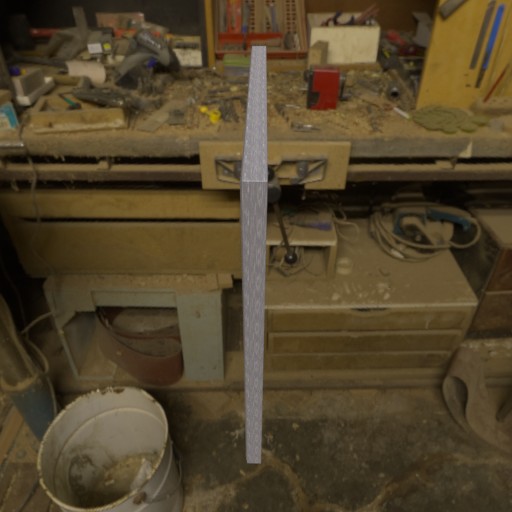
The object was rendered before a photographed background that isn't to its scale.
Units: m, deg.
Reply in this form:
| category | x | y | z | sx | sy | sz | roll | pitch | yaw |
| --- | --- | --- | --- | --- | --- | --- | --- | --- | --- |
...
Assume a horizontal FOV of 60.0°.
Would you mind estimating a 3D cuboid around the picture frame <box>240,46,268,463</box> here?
| category | x | y | z | sx | sy | sz | roll | pitch | yaw |
| --- | --- | --- | --- | --- | --- | --- | --- | --- | --- |
| picture frame | 0.000 | 0.000 | 0.765 | 0.029 | 0.559 | 0.454 | 1 | 40 | 1 |
